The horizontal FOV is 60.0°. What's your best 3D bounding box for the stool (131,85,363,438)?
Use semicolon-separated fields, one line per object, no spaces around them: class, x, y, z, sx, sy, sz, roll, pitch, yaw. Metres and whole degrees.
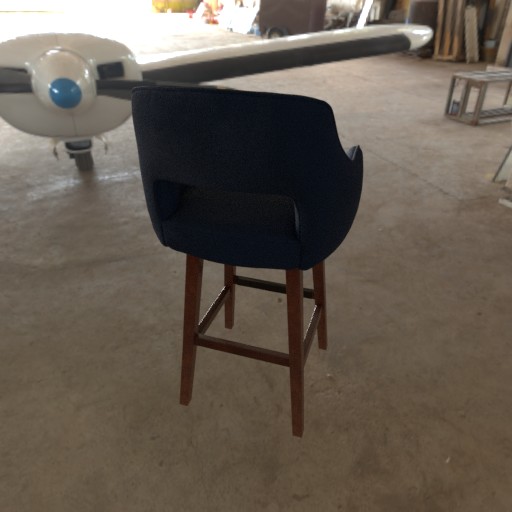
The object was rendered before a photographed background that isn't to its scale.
stool;0.000;0.000;1.325;0.550;1.041;0.560;10;32;16
